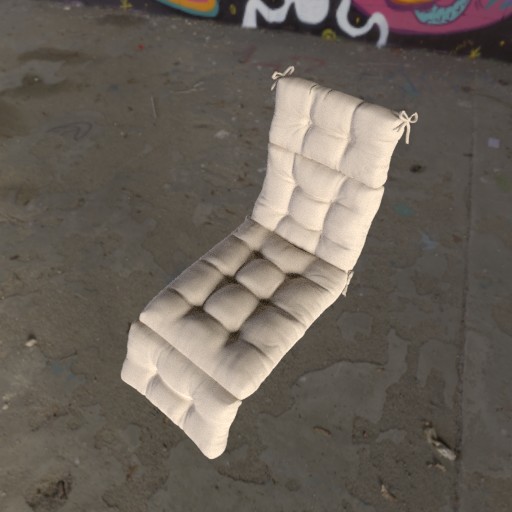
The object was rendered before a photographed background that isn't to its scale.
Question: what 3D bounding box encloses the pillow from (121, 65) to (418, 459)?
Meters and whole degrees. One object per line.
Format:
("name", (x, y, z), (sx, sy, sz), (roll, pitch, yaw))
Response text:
("pillow", (0.000, 0.000, 1.513), (0.526, 0.863, 1.016), (31, 54, 26))
